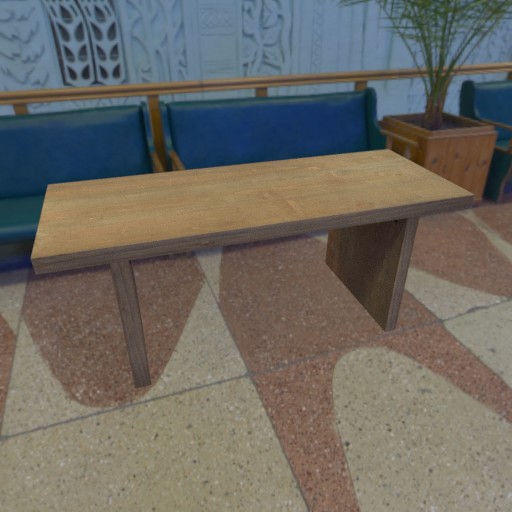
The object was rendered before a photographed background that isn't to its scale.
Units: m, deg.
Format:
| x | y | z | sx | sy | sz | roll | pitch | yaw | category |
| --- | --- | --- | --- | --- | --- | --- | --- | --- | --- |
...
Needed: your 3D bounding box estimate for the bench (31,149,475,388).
| x | y | z | sx | sy | sz | roll | pitch | yaw | category |
| --- | --- | --- | --- | --- | --- | --- | --- | --- | --- |
| 0.000 | 0.000 | 1.431 | 1.183 | 0.458 | 0.458 | -9 | 32 | -15 | bench |
